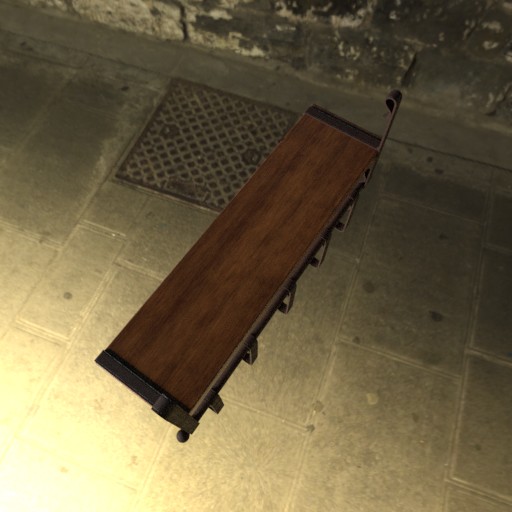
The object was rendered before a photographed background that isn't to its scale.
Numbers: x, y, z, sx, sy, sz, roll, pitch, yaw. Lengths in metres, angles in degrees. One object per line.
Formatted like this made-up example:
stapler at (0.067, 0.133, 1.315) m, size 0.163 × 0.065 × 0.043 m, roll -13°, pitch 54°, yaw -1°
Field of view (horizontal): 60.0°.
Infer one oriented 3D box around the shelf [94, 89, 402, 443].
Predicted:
shelf at (0.000, 0.000, 0.701) m, size 0.146 × 0.330 × 0.567 m, roll 32°, pitch 68°, yaw 14°
